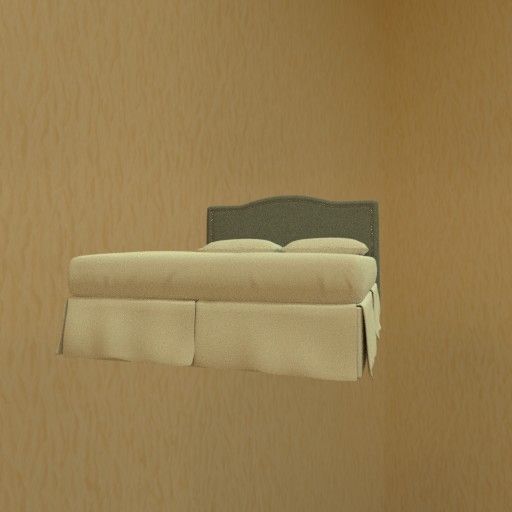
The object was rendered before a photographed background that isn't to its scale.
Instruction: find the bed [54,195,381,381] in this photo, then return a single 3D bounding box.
[{"bbox_3d":[0.000,0.000,4.023,2.161,1.457,2.689,0,-1,17],"label":"bed"}]
